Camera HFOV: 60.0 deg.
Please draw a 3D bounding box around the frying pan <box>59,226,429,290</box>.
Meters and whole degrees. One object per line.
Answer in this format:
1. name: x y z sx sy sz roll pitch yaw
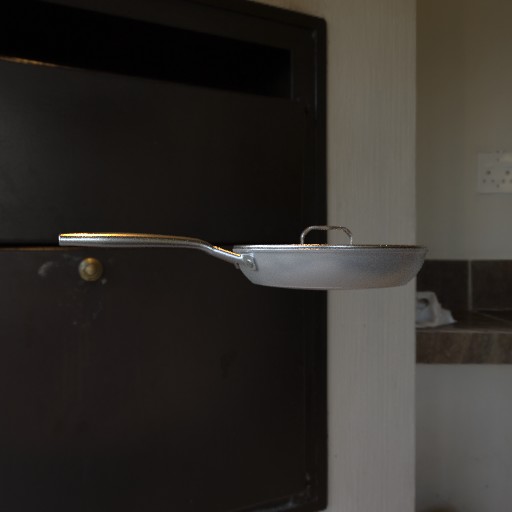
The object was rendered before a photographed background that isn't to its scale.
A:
1. frying pan: 0.000 0.000 0.604 0.490 0.086 0.272 0 1 -19
